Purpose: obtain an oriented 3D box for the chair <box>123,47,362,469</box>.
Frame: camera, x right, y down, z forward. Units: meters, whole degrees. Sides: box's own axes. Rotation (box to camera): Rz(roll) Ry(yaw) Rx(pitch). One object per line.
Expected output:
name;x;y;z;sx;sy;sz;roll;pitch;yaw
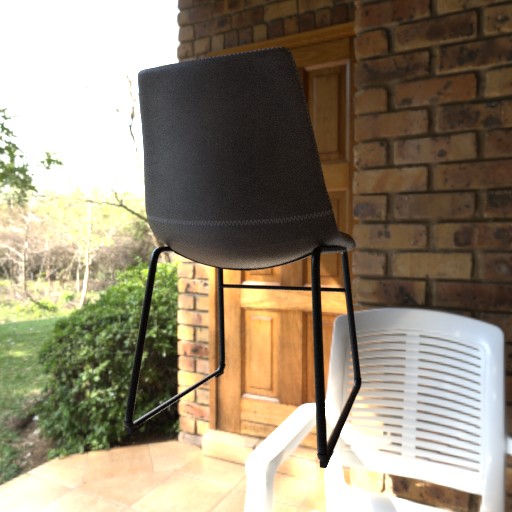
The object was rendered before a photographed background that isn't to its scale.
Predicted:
chair;0.000;0.000;1.109;0.460;0.780;0.550;1;2;20
